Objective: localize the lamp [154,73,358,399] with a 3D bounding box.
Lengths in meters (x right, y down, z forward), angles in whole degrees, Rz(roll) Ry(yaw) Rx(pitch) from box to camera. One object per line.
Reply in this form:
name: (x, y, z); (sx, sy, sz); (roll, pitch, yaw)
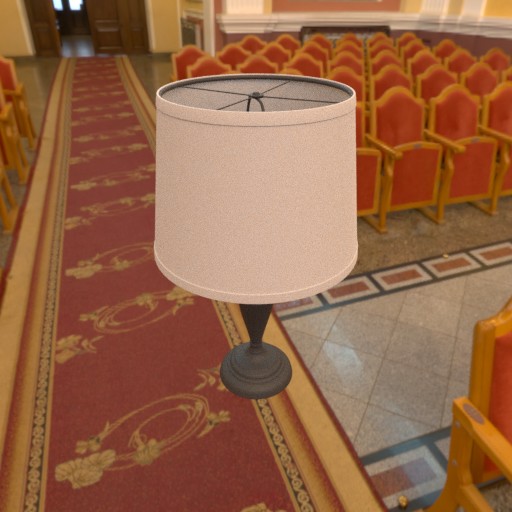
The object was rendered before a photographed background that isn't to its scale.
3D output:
lamp: (0.000, 0.000, 0.700); (0.310, 0.501, 0.310); (0, 31, 0)
